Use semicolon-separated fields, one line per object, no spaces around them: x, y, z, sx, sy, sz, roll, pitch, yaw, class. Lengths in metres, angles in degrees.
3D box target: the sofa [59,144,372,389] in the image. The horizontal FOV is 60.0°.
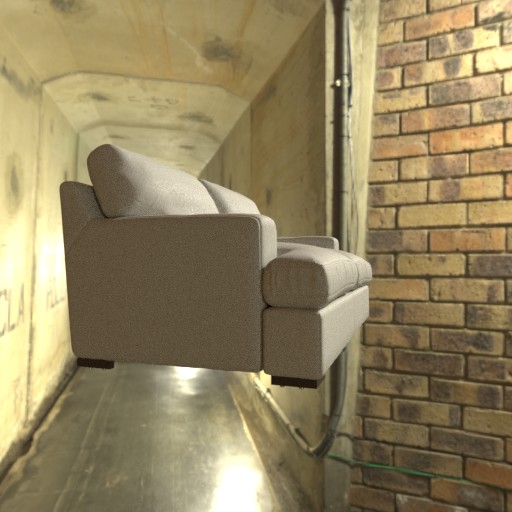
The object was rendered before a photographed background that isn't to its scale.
0.000;0.000;2.514;1.143;0.940;1.880;0;-1;19;sofa
